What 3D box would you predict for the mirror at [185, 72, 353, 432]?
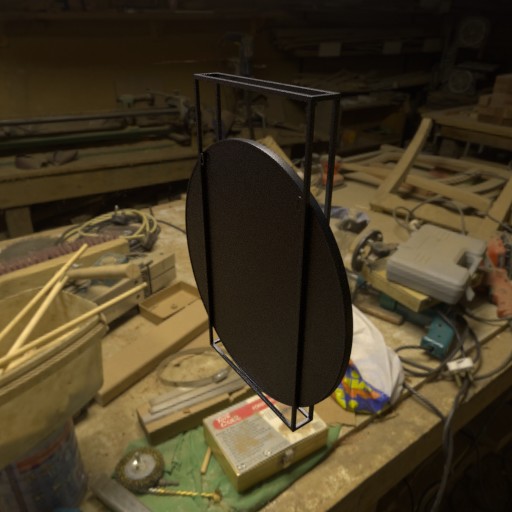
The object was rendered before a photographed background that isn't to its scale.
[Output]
[{"bbox_3d":[0.000,0.000,0.822,0.051,0.603,0.508,-18,33,-30],"label":"mirror"}]
